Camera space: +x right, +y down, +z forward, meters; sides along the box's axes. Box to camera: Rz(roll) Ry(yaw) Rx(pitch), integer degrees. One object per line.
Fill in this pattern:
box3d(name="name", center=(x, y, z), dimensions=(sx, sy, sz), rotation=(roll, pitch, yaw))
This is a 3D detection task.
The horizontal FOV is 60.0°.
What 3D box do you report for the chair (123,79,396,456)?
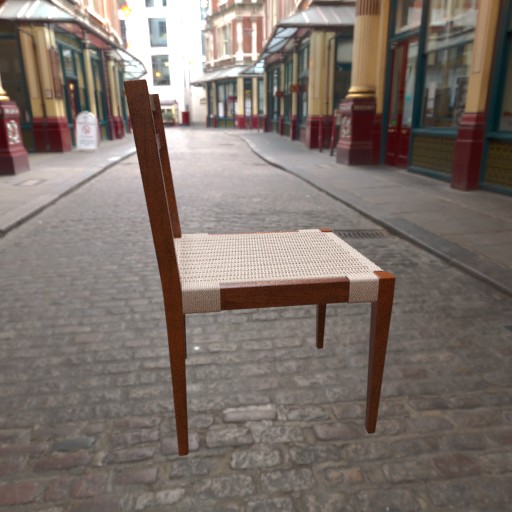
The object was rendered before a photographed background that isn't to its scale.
box3d(name="chair", center=(0.000, 0.000, 1.205), dimensions=(0.569, 0.851, 0.495), rotation=(-3, 17, -9))
